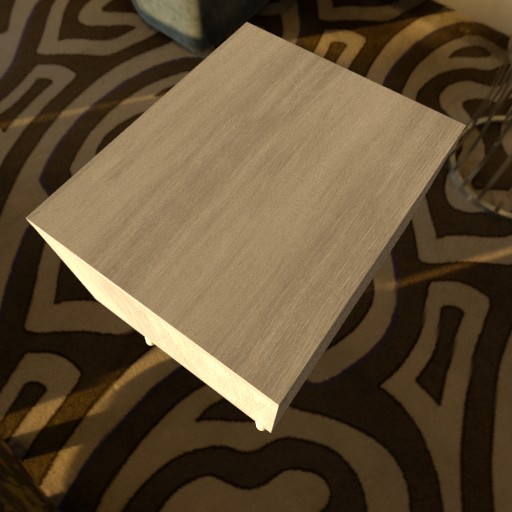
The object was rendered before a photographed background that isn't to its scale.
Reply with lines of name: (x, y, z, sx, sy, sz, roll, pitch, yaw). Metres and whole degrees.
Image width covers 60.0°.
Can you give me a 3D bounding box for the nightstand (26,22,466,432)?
nightstand: (0.000, 0.000, 0.792, 0.380, 0.500, 0.450, 33, 67, 16)
